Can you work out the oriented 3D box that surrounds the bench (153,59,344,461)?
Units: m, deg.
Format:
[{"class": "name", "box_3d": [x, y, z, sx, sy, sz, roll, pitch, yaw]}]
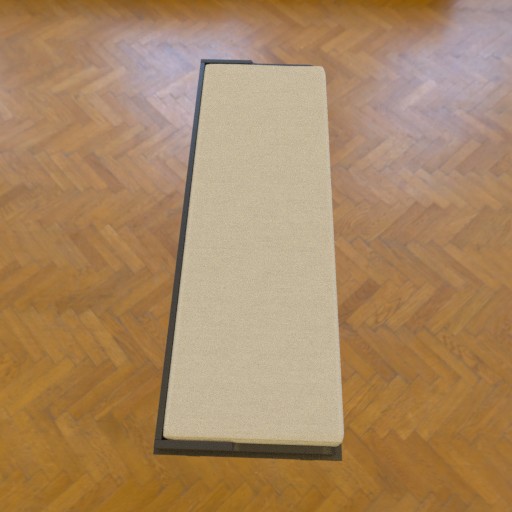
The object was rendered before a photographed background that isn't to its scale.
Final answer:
[{"class": "bench", "box_3d": [0.000, 0.000, 1.363, 0.398, 0.501, 1.140, 2, 64, 1]}]
